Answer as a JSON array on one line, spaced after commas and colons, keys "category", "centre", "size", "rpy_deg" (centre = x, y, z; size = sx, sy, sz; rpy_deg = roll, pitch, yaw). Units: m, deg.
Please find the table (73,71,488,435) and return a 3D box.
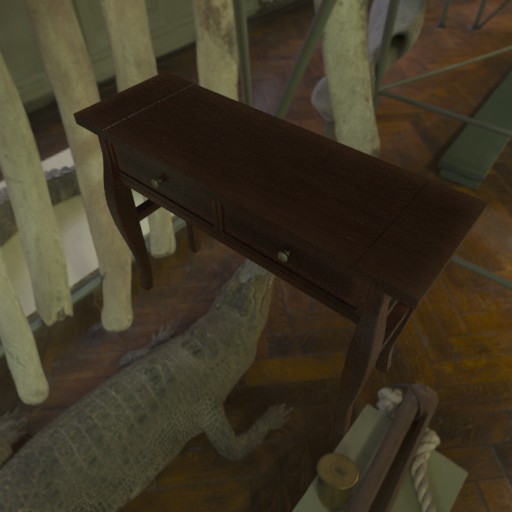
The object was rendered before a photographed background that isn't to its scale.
[{"category": "table", "centre": [0.000, 0.000, 1.413], "size": [1.062, 0.768, 0.373], "rpy_deg": [31, 54, 26]}]
